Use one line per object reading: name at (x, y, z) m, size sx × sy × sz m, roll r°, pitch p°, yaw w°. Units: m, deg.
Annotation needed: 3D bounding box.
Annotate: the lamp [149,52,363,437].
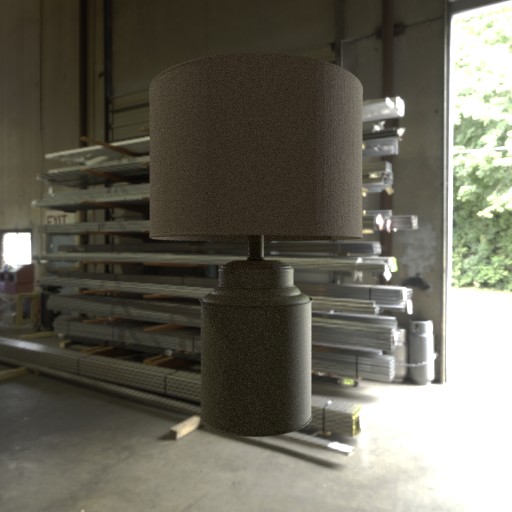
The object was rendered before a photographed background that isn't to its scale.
lamp at (0.000, 0.000, 0.680) m, size 0.318 × 0.486 × 0.318 m, roll 0°, pitch 1°, yaw 0°
